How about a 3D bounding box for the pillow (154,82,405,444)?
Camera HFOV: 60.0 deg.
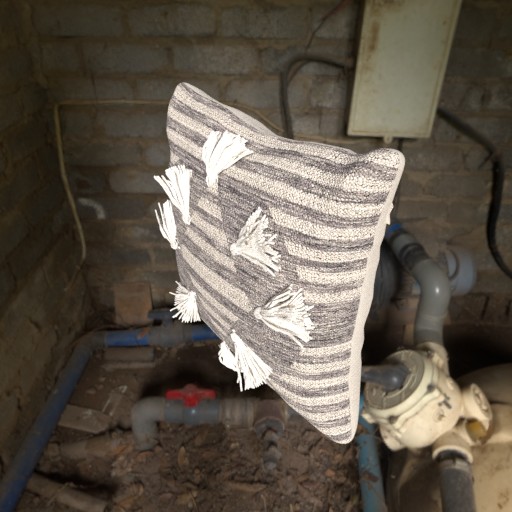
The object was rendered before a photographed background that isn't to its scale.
[{"bbox_3d":[0.000,0.000,0.753,0.234,0.490,0.484,-21,37,-31],"label":"pillow"}]
